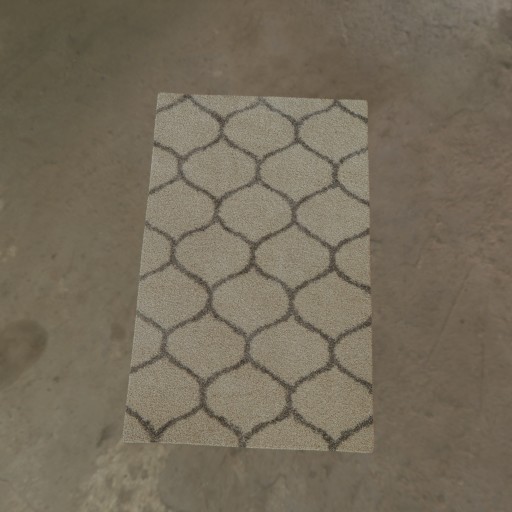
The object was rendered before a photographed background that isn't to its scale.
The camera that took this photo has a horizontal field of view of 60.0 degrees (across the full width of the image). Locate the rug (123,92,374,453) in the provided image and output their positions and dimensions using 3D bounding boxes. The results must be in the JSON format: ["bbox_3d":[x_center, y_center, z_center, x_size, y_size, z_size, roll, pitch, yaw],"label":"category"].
[{"bbox_3d":[0.000,0.000,2.911,1.501,0.024,2.348,2,77,1],"label":"rug"}]
